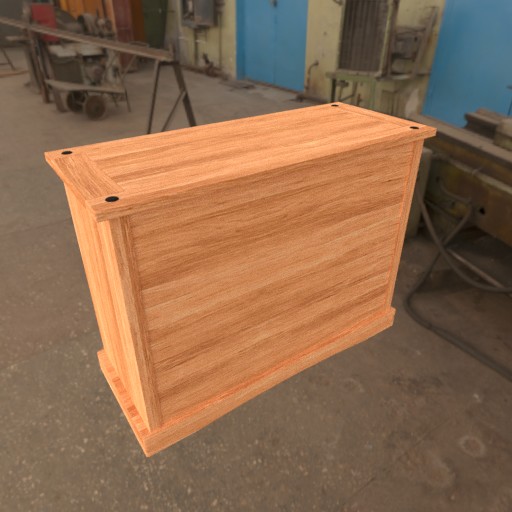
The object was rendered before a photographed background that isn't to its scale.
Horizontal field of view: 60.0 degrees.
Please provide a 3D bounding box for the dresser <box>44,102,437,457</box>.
[{"bbox_3d":[0.000,0.000,1.381,0.990,0.740,0.410,-20,36,-29],"label":"dresser"}]
